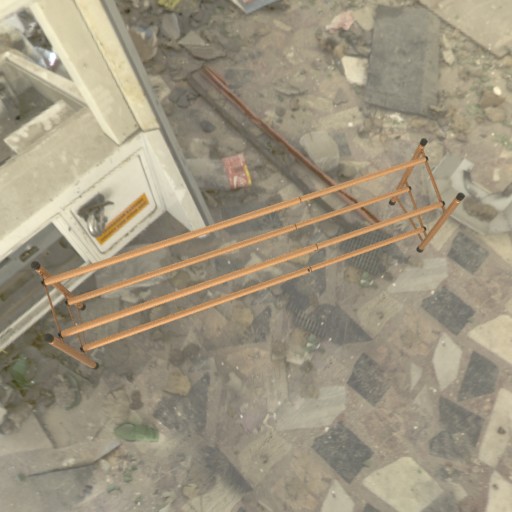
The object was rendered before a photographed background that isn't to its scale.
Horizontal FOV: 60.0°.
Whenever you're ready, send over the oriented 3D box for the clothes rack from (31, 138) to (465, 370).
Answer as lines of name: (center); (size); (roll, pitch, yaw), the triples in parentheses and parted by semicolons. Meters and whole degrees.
clothes rack: (0.000, 0.000, 1.346); (1.168, 0.349, 0.229); (-19, 66, -9)
